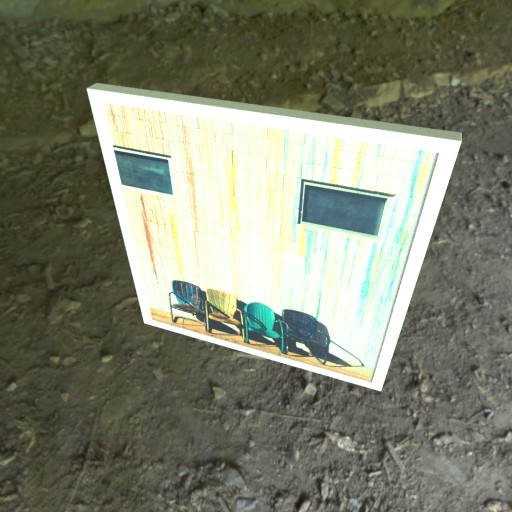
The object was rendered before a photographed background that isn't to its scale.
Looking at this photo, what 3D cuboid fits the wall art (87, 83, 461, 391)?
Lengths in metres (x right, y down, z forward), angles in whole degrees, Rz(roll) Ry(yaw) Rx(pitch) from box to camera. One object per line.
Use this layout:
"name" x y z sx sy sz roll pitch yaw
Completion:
"wall art" 0.000 0.000 1.116 0.760 0.760 0.036 13 42 15
